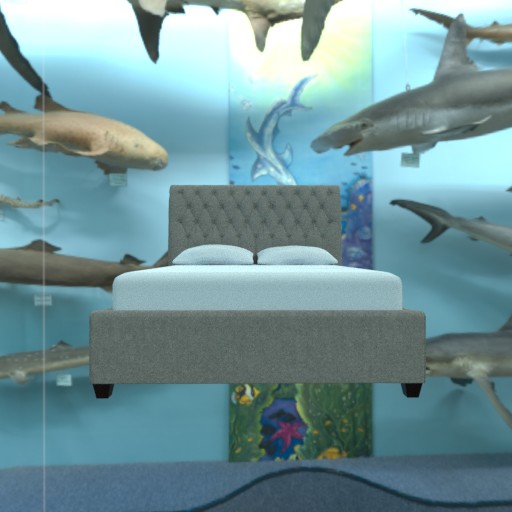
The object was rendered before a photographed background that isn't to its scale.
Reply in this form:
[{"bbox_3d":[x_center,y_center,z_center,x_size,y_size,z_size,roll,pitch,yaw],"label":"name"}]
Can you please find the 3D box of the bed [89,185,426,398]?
[{"bbox_3d":[0.000,0.000,3.258,1.645,1.371,2.252,0,0,-1],"label":"bed"}]
